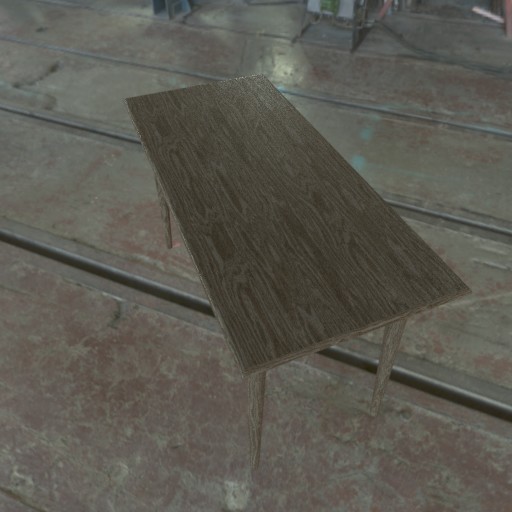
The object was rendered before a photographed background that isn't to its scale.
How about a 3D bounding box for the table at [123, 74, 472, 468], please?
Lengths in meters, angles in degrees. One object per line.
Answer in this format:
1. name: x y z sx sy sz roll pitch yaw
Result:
1. table: 0.000 0.000 1.686 0.599 0.780 1.300 -17 48 -15
